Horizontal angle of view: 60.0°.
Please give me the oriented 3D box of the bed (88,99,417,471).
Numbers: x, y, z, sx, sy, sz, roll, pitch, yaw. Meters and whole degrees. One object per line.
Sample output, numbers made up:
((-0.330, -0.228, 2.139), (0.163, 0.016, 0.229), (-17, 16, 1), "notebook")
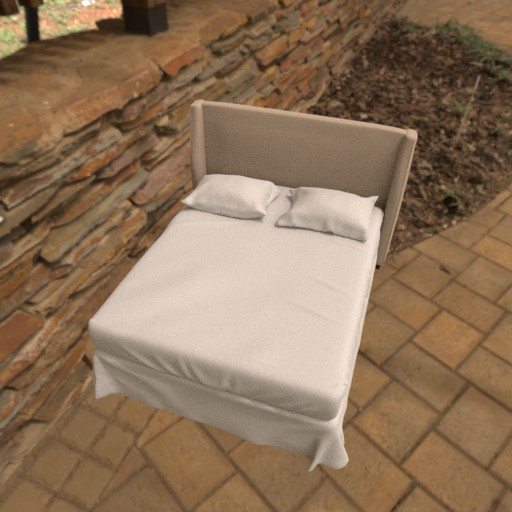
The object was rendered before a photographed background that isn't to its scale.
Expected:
((0.000, 0.000, 3.328), (1.925, 1.332, 2.276), (13, 43, 14), "bed")
